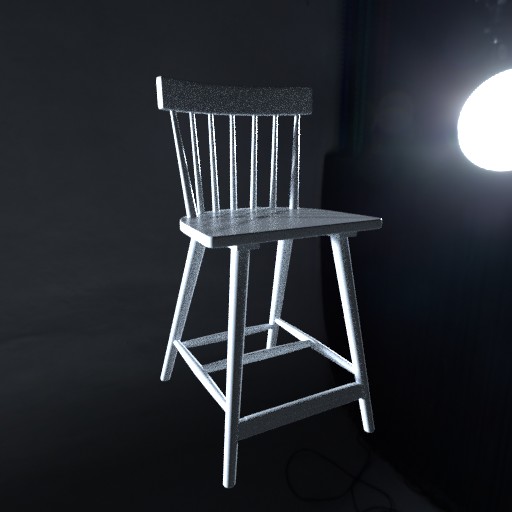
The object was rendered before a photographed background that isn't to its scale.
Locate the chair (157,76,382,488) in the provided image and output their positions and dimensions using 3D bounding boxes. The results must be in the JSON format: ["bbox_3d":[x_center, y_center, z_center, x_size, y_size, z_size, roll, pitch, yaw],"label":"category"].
[{"bbox_3d":[0.000,0.000,1.269,0.483,0.952,0.572,-8,16,-27],"label":"chair"}]
